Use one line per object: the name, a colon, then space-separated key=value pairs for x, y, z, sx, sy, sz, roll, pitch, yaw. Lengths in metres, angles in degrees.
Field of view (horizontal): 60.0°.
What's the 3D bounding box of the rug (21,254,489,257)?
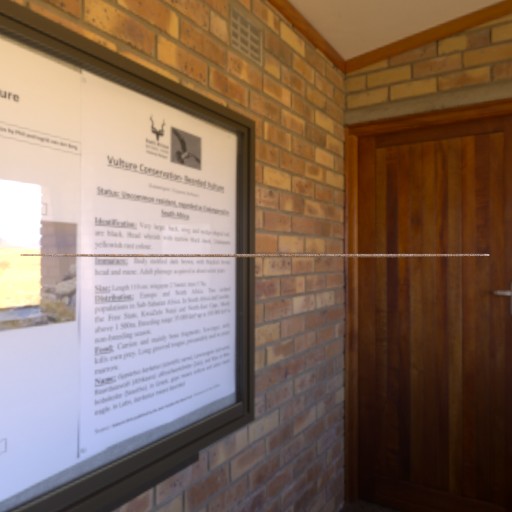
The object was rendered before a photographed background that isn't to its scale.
rug: x=0.000 y=0.000 z=3.056 sx=2.446 sy=0.009 sz=1.529 roll=0 pitch=0 yaw=0
